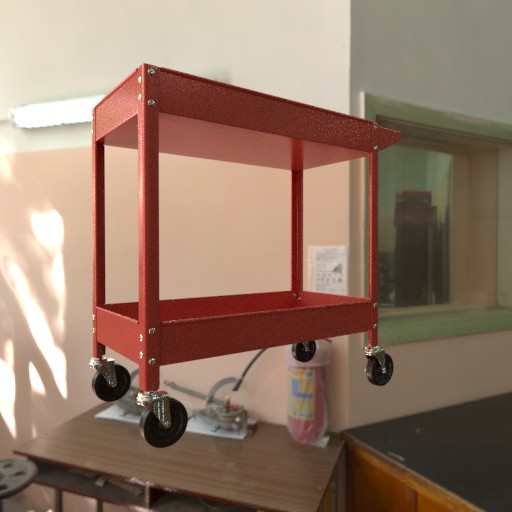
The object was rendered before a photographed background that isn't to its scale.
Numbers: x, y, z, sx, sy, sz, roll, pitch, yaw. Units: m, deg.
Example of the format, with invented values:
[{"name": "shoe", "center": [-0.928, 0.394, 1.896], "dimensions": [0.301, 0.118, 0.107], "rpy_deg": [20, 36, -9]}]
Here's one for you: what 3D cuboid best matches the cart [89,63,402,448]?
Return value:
[{"name": "cart", "center": [0.000, 0.000, 1.176], "dimensions": [0.779, 0.719, 0.366], "rpy_deg": [-1, 1, -36]}]
